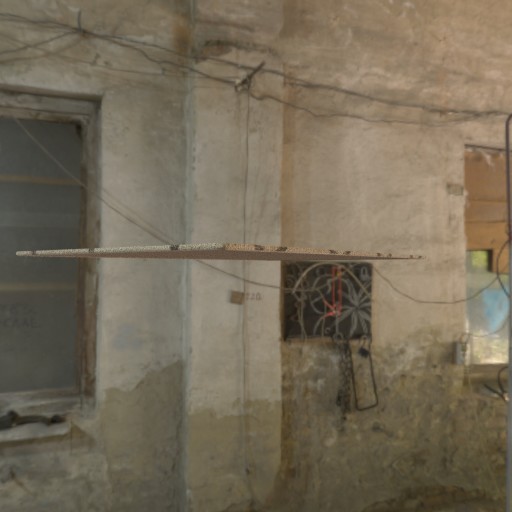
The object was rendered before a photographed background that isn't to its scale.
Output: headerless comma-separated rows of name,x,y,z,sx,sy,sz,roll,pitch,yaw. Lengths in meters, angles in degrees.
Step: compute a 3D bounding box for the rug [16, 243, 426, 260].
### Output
rug,0.000,0.000,2.883,1.501,0.024,2.348,-1,-2,37
